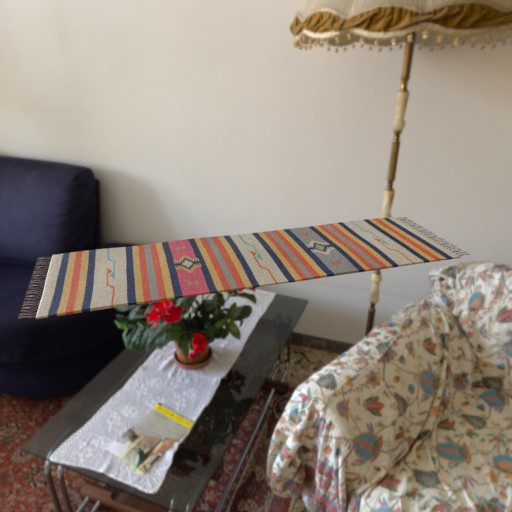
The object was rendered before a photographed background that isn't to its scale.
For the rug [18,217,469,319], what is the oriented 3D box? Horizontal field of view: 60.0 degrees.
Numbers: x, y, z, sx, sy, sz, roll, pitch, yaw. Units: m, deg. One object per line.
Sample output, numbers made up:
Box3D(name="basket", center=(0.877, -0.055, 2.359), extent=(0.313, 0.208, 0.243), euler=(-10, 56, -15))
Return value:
Box3D(name="rug", center=(0.000, 0.000, 2.603), extent=(2.455, 0.017, 0.695), euler=(-7, 26, -15))
